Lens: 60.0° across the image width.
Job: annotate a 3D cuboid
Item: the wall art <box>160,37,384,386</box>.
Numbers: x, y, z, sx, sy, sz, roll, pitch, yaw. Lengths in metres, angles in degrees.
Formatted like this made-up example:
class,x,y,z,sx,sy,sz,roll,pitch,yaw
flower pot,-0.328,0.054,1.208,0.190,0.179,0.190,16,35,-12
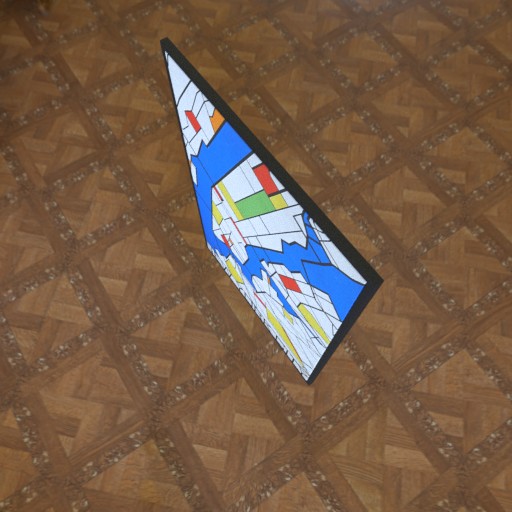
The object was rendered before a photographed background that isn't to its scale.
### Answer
class,x,y,z,sx,sy,sz,roll,pitch,yaw
wall art,0.000,0.000,0.852,0.013,0.660,0.460,-33,69,-14
